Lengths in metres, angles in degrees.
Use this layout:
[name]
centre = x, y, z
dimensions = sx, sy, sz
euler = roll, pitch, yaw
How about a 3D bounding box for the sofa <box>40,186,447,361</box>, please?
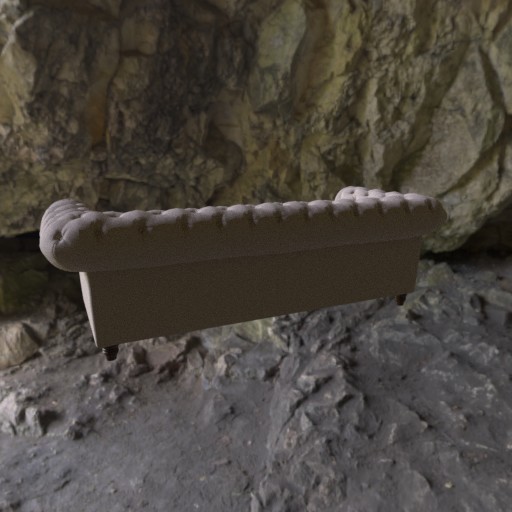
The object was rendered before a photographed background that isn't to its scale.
[sofa]
centre = 0.000, 0.000, 3.118
dimensions = 2.694, 0.847, 1.076
euler = -6, 15, -24
